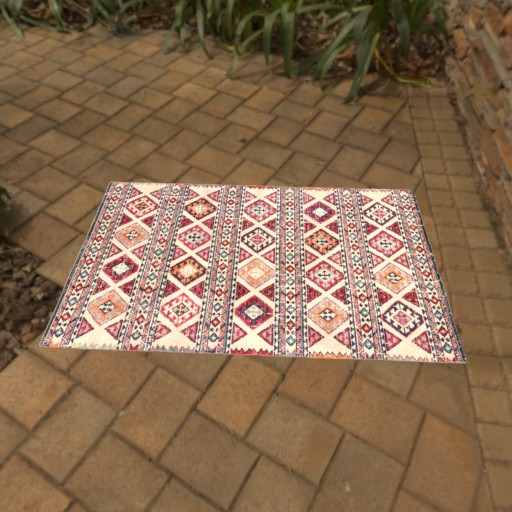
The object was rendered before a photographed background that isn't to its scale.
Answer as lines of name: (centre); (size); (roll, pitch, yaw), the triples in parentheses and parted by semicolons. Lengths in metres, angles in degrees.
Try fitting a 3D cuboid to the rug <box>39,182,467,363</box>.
rug: (0.000, 0.000, 3.031); (2.440, 0.010, 1.545); (2, 47, 2)
